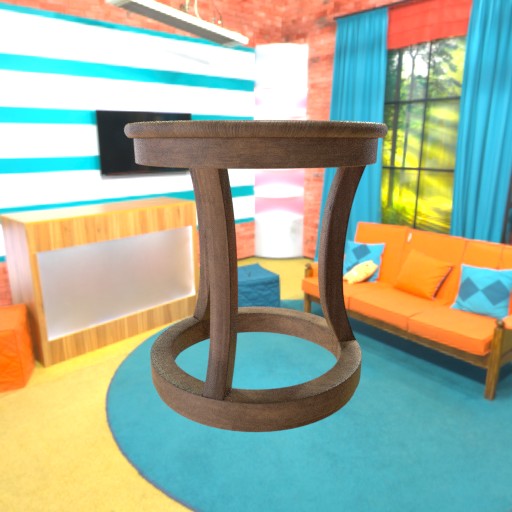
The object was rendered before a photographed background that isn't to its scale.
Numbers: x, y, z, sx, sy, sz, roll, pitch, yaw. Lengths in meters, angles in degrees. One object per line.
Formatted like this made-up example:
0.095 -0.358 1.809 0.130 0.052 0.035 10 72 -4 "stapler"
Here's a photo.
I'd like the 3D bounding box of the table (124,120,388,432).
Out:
0.000 0.000 0.812 0.432 0.460 0.432 0 15 0 "table"
